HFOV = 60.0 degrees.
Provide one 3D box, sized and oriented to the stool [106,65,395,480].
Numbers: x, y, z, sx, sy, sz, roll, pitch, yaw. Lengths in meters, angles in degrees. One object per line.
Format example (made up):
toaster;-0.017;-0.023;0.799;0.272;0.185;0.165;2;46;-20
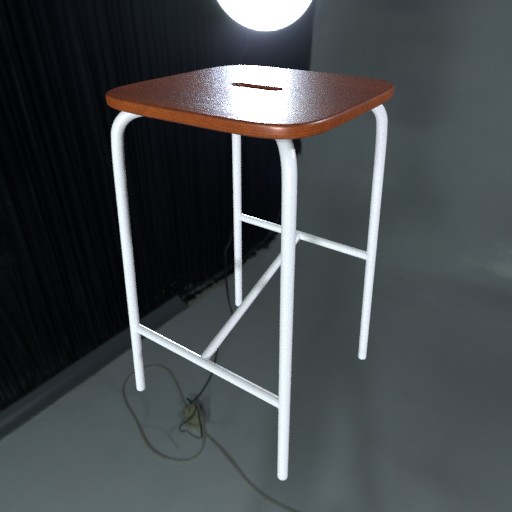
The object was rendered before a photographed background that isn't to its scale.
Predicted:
stool;0.000;0.000;0.840;0.376;0.610;0.376;19;36;29
